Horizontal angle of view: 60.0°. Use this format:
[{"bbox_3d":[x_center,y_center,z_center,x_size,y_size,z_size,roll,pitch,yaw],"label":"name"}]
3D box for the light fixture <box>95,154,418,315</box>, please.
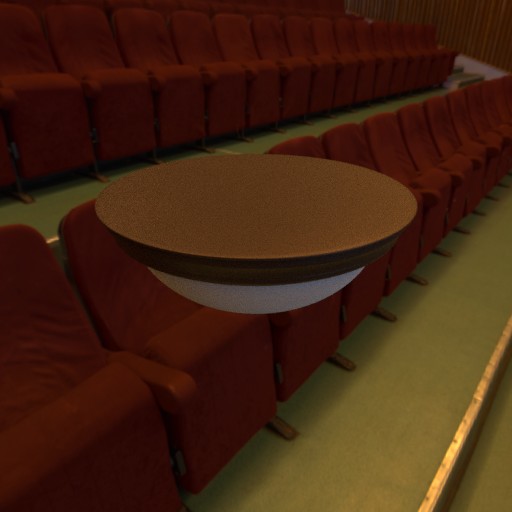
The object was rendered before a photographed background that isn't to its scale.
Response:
[{"bbox_3d":[0.000,0.000,0.433,0.280,0.135,0.280,0,26,0],"label":"light fixture"}]
